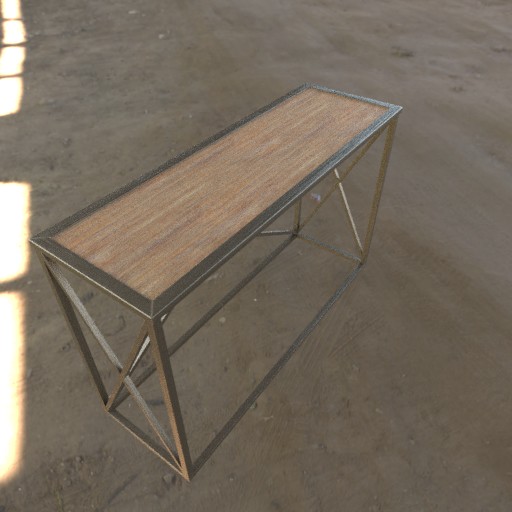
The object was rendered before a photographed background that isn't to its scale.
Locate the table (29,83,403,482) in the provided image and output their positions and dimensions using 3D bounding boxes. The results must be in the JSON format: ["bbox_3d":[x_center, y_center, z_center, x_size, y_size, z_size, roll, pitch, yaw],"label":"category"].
[{"bbox_3d":[0.000,0.000,1.540,0.402,0.753,1.216,26,47,26],"label":"table"}]
